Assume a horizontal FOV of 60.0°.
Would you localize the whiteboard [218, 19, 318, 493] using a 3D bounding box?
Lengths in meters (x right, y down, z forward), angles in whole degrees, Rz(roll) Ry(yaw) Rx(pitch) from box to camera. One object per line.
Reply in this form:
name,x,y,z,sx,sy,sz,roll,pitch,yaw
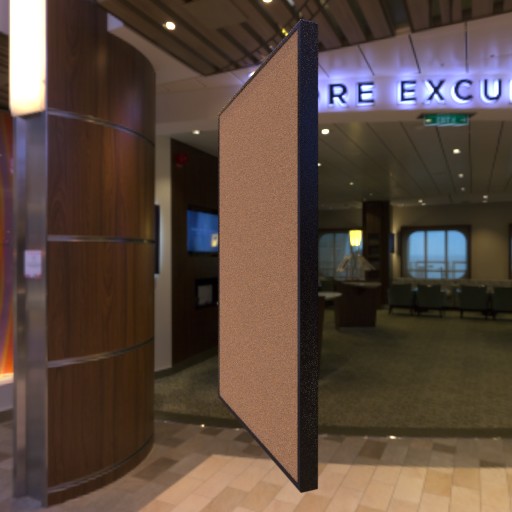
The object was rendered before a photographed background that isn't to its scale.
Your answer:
whiteboard,0.000,0.000,0.765,0.026,0.611,0.406,0,0,-20
